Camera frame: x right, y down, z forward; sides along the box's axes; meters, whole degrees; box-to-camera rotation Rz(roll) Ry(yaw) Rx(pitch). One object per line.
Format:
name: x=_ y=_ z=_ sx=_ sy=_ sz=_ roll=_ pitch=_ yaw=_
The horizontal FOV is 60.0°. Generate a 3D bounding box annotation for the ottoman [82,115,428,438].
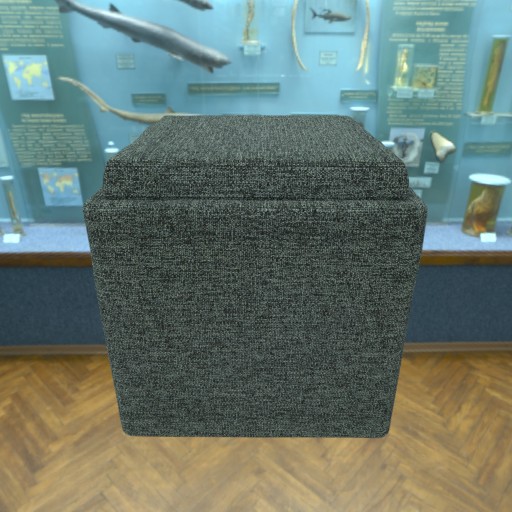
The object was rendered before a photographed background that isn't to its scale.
ottoman: x=0.000 y=0.000 z=0.824 sx=0.450 sy=0.463 sz=0.450 roll=0 pitch=26 yaw=0
